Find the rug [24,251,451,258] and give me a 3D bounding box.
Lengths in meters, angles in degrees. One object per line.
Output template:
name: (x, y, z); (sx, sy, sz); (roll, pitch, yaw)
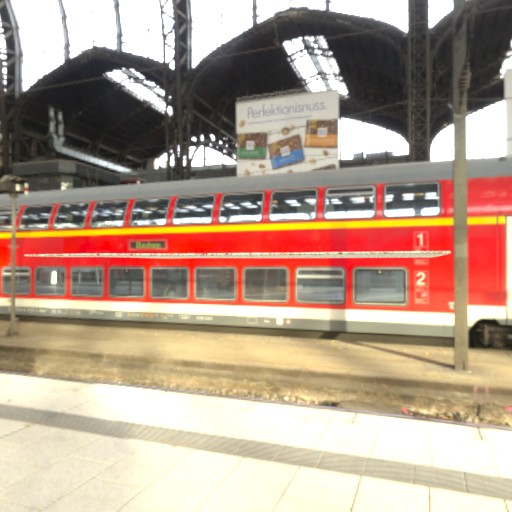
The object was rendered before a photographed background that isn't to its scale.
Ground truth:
rug: (0.000, 0.000, 4.237); (3.226, 0.024, 2.436); (0, -1, 19)
